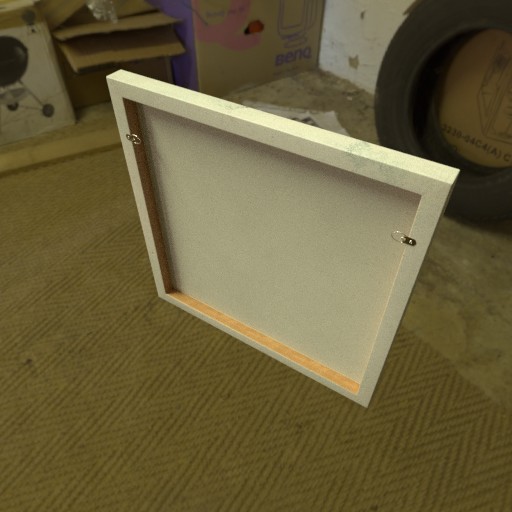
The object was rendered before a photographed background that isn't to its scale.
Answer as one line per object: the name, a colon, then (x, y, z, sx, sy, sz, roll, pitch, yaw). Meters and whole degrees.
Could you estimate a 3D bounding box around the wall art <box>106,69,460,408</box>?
wall art: (0.000, 0.000, 0.902, 0.612, 0.612, 0.040, 24, 50, 22)
